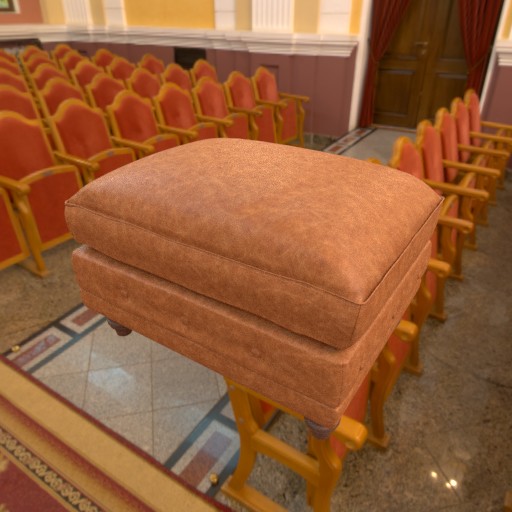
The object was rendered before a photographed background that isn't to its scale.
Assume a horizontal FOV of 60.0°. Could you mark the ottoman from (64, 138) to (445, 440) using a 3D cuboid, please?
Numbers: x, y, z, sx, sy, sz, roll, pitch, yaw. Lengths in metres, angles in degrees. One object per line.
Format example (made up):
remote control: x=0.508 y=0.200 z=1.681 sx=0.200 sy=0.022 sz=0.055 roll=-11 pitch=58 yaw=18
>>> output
ottoman: x=0.000 y=0.000 z=1.069 sx=0.710 sy=0.480 sz=0.533 roll=18 pitch=34 yaw=28
